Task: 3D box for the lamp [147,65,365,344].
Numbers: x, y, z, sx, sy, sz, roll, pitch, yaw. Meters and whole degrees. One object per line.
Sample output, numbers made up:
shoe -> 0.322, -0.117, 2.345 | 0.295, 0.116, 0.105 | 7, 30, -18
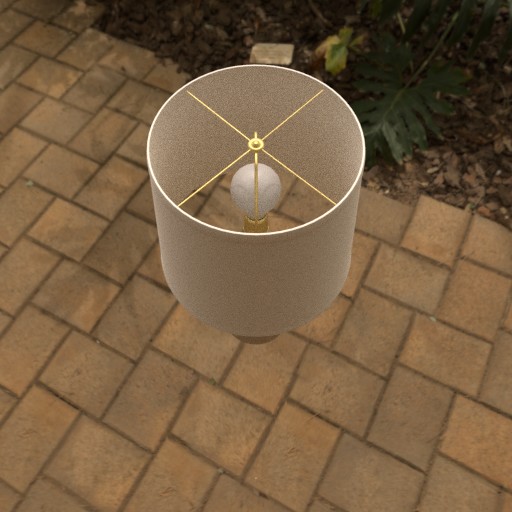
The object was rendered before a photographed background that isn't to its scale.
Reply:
lamp -> 0.000, 0.000, 0.809 | 0.328, 0.619, 0.328 | 0, 63, 0
